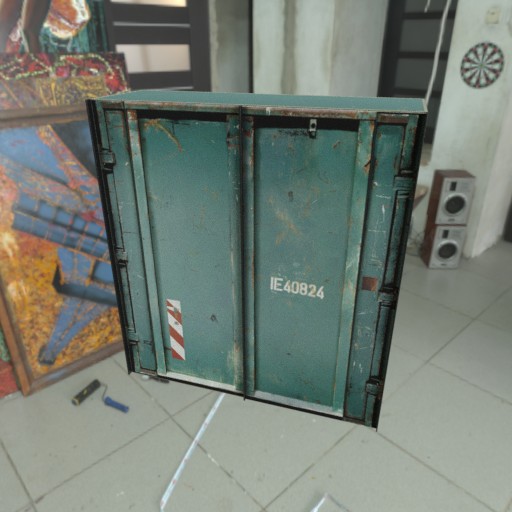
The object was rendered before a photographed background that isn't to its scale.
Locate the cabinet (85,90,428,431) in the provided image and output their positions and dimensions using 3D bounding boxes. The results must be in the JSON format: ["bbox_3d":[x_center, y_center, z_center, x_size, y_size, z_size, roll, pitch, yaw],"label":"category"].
[{"bbox_3d":[0.000,0.000,3.220,2.000,2.160,0.680,8,27,16],"label":"cabinet"}]
